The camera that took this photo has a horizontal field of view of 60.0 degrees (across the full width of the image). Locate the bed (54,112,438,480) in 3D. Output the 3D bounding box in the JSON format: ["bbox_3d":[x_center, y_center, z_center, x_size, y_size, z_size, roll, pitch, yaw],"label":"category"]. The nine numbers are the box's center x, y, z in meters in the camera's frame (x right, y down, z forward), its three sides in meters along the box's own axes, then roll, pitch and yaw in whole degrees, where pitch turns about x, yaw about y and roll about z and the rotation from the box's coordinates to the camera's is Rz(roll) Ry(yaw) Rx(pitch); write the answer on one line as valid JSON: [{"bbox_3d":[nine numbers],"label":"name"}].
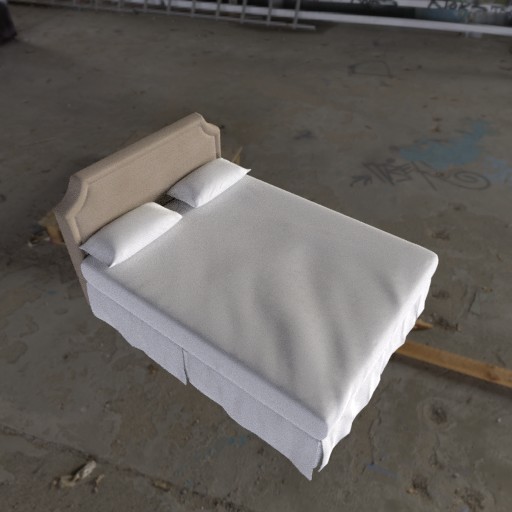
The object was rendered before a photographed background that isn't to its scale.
[{"bbox_3d":[0.000,0.000,3.613,2.498,1.293,1.977,27,49,26],"label":"bed"}]
